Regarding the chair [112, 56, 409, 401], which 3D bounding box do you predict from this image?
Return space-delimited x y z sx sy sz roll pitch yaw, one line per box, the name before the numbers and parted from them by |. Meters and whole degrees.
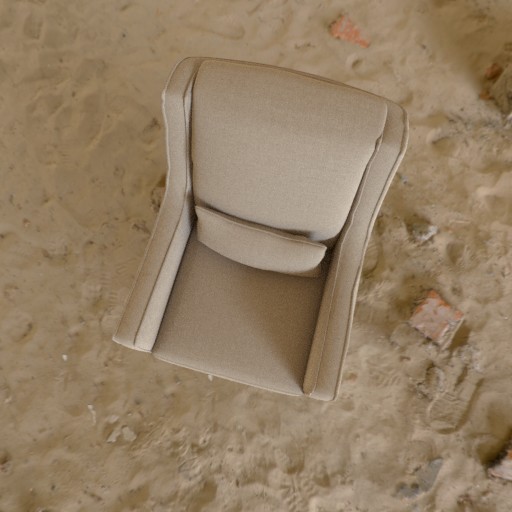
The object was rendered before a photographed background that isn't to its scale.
chair | 0.000 0.000 1.586 0.732 0.993 0.879 14 76 4
